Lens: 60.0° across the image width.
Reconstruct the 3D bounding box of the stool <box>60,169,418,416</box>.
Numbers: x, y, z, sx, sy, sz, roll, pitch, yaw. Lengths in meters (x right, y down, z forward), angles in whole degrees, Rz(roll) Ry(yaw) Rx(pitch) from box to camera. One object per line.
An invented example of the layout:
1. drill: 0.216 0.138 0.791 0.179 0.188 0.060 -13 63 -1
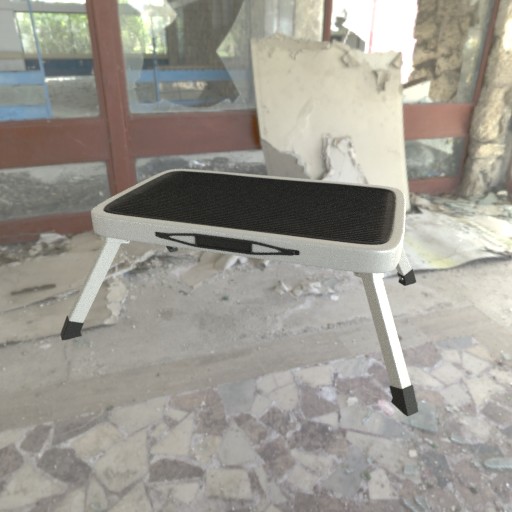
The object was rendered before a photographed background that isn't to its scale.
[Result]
1. stool: 0.000 0.000 0.630 0.460 0.170 0.320 8 27 16
